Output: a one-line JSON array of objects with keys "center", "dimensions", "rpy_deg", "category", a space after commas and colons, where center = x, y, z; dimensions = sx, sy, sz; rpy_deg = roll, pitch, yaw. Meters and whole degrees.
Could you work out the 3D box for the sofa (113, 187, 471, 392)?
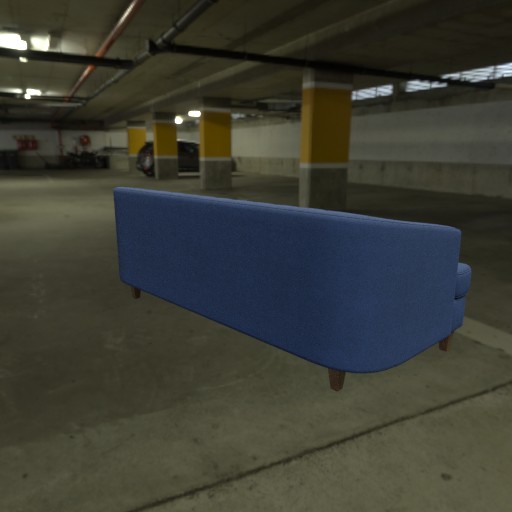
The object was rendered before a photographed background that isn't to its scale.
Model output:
[{"center": [0.000, 0.000, 2.726], "dimensions": [0.914, 0.787, 2.235], "rpy_deg": [-13, 18, -43], "category": "sofa"}]
